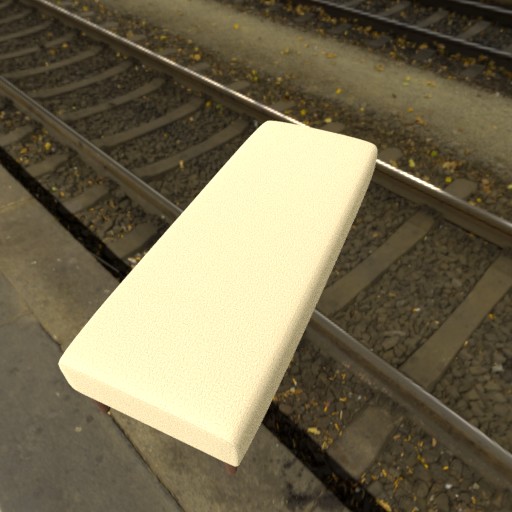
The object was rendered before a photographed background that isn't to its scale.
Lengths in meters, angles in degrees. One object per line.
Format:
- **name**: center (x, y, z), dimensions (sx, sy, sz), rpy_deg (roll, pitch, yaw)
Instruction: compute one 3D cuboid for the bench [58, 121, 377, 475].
- **bench**: center (0.000, 0.000, 1.872), dimensions (0.646, 0.393, 1.609), rpy_deg (18, 48, 17)
